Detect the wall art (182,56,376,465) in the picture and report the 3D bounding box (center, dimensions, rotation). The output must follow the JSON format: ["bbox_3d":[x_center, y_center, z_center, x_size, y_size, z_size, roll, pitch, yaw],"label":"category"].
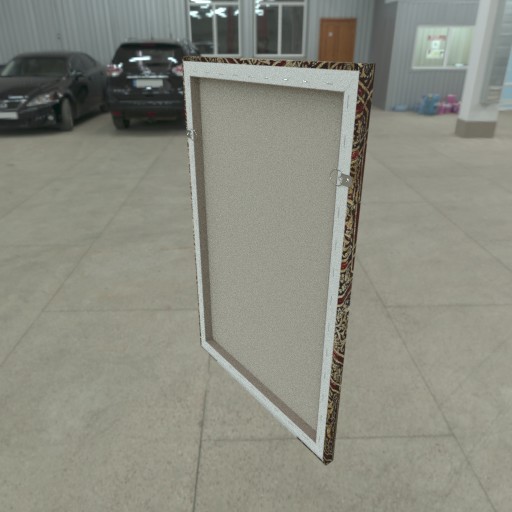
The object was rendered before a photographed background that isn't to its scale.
[{"bbox_3d":[0.000,0.000,1.113,0.030,0.904,0.599,-18,31,-33],"label":"wall art"}]
